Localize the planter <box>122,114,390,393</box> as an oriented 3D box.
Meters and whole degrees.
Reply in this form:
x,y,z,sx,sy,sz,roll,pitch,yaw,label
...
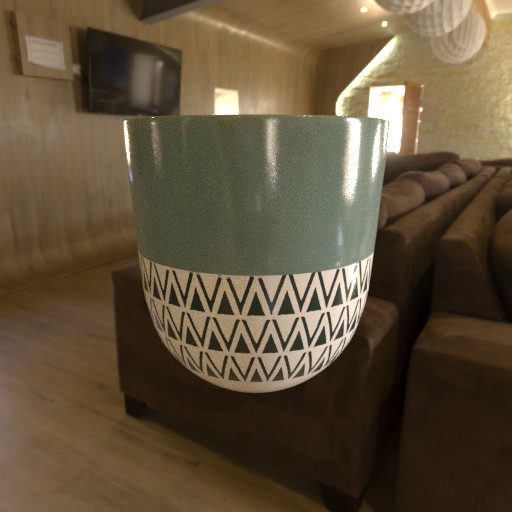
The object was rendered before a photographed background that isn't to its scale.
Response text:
x,y,z,sx,sy,sz,roll,pitch,yaw,label
0.000,0.000,0.368,0.198,0.214,0.198,0,15,0,planter
